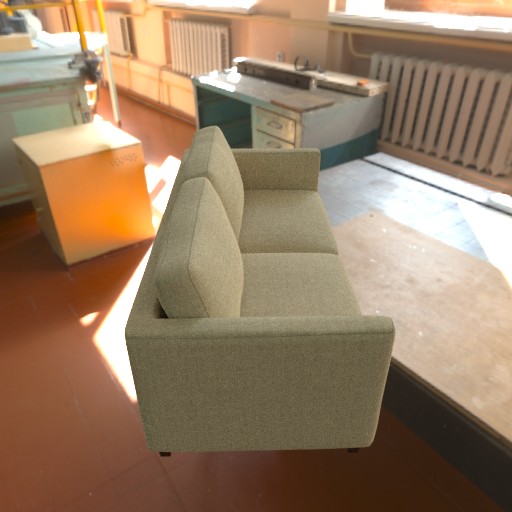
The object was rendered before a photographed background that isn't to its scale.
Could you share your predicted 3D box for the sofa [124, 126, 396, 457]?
[{"bbox_3d":[0.000,0.000,2.391,0.950,0.963,1.884,-1,32,-1],"label":"sofa"}]
